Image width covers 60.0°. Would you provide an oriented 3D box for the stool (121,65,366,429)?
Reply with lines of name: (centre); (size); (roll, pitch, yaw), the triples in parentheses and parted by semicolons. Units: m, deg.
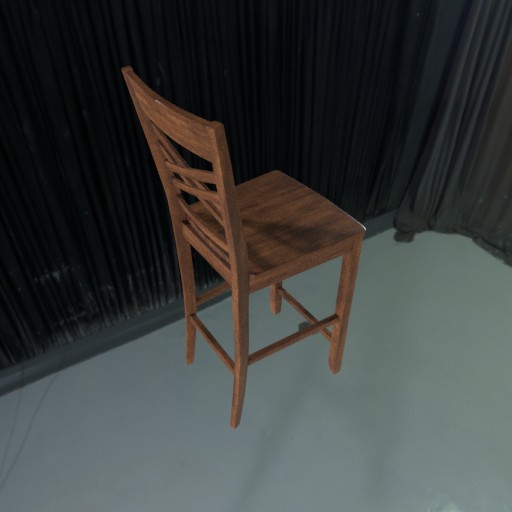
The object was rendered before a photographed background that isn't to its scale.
stool: (0.000, 0.000, 1.364); (0.504, 1.098, 0.426); (-24, 45, -26)
